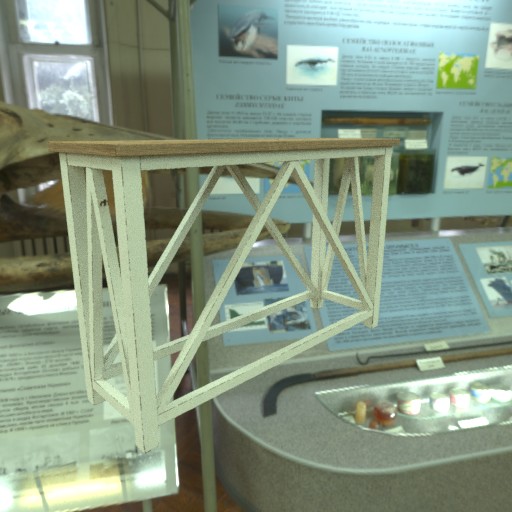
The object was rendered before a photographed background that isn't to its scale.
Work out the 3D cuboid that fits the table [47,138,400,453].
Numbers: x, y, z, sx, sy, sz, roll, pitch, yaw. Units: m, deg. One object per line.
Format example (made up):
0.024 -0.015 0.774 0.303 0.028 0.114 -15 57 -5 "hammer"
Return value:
0.000 0.000 1.837 1.400 0.930 0.450 -15 21 -42 "table"
